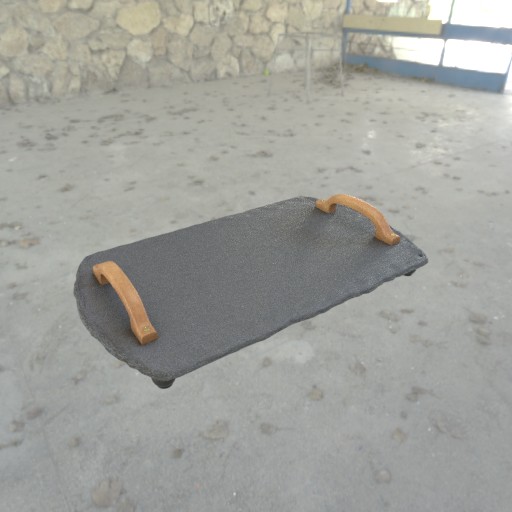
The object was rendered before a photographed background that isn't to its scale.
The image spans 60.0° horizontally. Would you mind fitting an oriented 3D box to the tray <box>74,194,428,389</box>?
[{"bbox_3d":[0.000,0.000,0.498,0.387,0.062,0.231,-19,35,-29],"label":"tray"}]
